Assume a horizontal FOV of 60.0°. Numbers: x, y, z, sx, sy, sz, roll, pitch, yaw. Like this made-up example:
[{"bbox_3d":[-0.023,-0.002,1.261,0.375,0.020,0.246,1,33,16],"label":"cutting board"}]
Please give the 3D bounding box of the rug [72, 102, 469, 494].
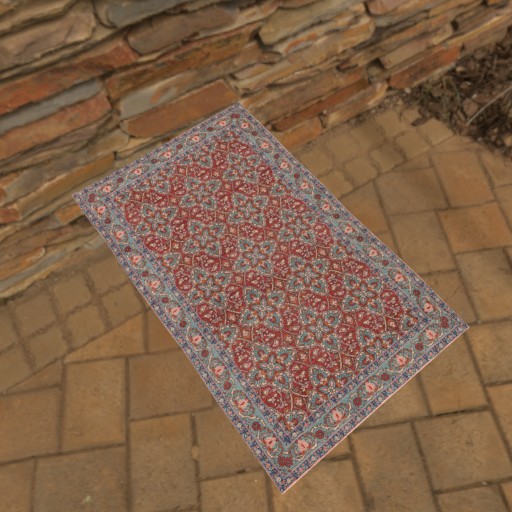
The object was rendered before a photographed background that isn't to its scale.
[{"bbox_3d":[0.000,0.000,3.021,1.533,0.011,2.439,-35,68,-16],"label":"rug"}]
